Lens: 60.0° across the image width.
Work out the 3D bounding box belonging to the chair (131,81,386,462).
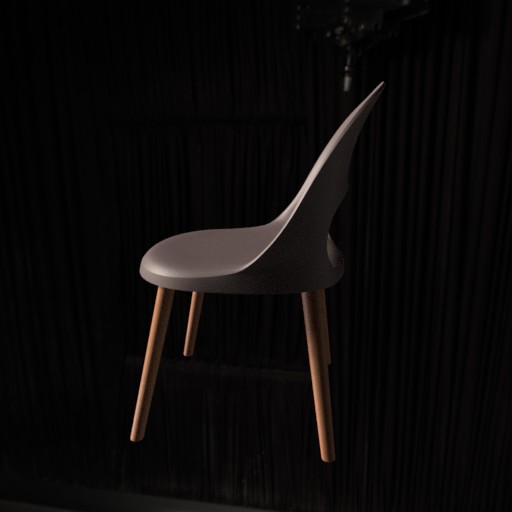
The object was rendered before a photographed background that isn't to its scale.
[{"bbox_3d":[0.000,0.000,1.102,0.556,0.794,0.470,2,15,8],"label":"chair"}]
